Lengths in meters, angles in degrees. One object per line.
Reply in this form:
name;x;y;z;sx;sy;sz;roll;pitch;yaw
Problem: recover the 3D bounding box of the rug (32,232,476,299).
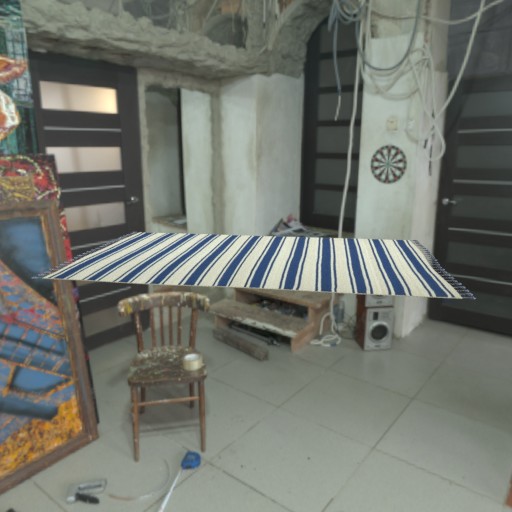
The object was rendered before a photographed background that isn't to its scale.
rug;0.000;0.000;2.641;2.108;0.009;1.248;2;14;8
